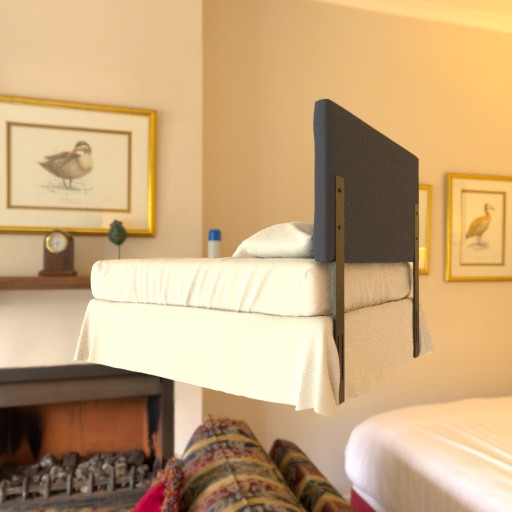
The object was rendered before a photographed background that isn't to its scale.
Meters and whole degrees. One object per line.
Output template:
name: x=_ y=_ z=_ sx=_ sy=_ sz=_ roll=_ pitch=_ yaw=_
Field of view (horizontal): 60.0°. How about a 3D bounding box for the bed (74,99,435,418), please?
bed: x=0.000 y=0.000 z=3.469 sx=2.222 sy=1.577 sz=1.936 roll=0 pitch=-1 yaw=36
